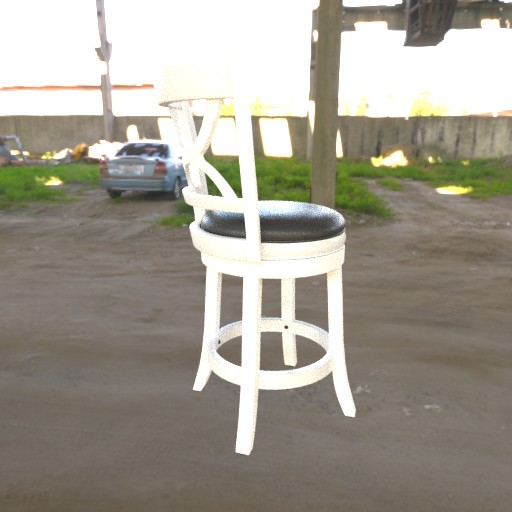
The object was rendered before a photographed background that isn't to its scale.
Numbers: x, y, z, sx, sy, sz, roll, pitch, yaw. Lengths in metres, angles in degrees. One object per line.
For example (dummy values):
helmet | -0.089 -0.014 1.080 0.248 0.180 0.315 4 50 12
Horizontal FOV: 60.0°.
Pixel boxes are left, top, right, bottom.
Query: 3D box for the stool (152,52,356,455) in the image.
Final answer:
stool | 0.000 0.000 1.229 0.508 0.953 0.444 -8 17 -26
